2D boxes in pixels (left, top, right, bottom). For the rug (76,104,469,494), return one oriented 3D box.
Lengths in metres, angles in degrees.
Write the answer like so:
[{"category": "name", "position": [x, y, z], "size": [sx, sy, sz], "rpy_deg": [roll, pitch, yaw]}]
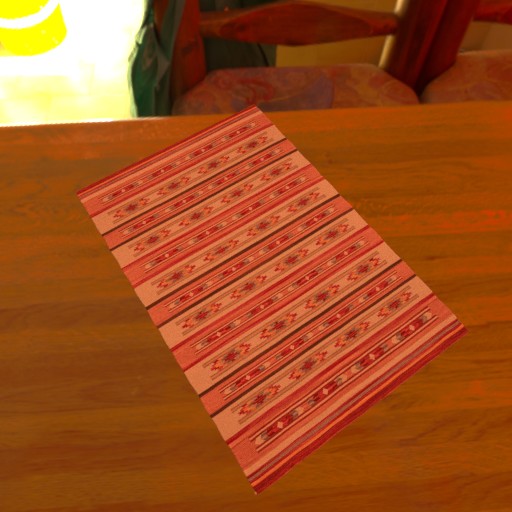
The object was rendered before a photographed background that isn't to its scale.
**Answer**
[{"category": "rug", "position": [0.000, 0.000, 2.303], "size": [1.223, 0.008, 1.817], "rpy_deg": [-31, 66, -15]}]
